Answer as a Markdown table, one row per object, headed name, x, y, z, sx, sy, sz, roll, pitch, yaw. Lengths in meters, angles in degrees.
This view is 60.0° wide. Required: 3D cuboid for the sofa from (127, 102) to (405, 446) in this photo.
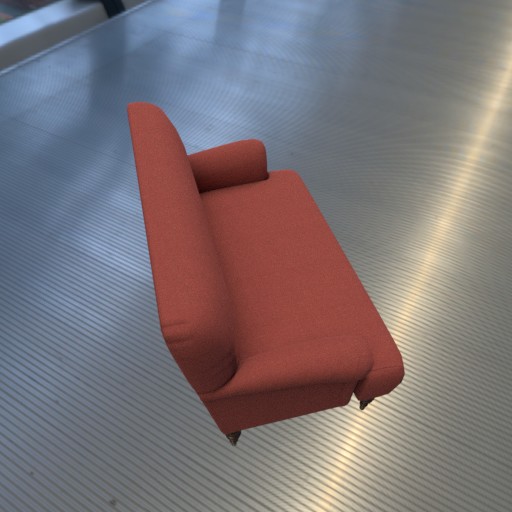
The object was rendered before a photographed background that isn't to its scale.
| name | x | y | z | sx | sy | sz | roll | pitch | yaw |
| --- | --- | --- | --- | --- | --- | --- | --- | --- | --- |
| sofa | 0.000 | 0.000 | 1.798 | 0.779 | 0.889 | 1.297 | -11 | 48 | -11 |
